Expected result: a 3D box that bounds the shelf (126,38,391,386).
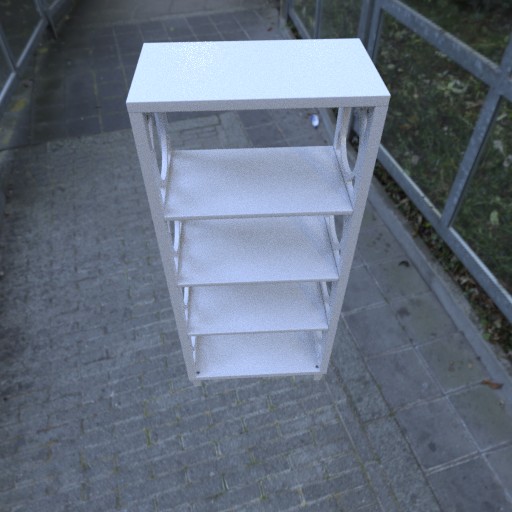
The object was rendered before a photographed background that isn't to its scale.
[{"bbox_3d":[0.000,0.000,1.646,0.611,1.411,0.340,-2,47,-2],"label":"shelf"}]
